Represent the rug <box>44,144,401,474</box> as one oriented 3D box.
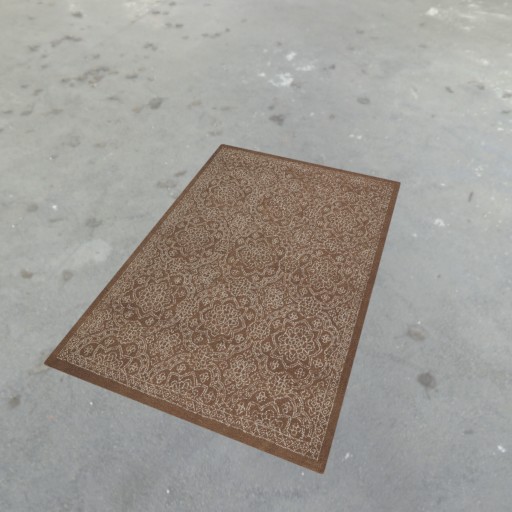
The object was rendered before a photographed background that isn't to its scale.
[{"bbox_3d":[0.000,0.000,2.307,1.219,0.010,1.829,16,48,15],"label":"rug"}]
